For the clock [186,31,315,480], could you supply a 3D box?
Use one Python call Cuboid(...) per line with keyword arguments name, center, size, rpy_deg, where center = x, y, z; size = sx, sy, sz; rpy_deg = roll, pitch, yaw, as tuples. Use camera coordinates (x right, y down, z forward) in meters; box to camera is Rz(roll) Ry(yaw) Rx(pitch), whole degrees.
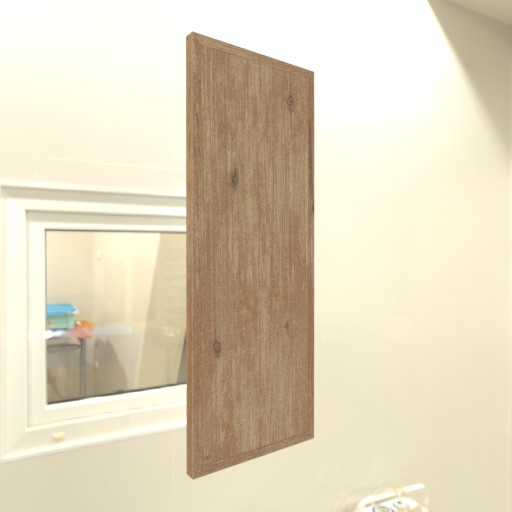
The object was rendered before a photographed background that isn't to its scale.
Cuboid(name="clock", center=(0.000, 0.000, 1.071), size=(0.361, 0.965, 0.030), rpy_deg=(0, 1, -36))
